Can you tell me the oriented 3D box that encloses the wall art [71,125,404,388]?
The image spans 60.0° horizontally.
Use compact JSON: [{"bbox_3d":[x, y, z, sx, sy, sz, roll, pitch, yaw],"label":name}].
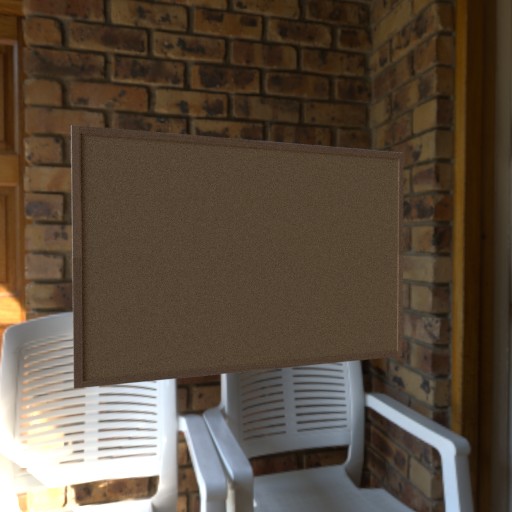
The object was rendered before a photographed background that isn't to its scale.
[{"bbox_3d":[0.000,0.000,0.802,0.613,0.407,0.035,0,1,-19],"label":"wall art"}]
